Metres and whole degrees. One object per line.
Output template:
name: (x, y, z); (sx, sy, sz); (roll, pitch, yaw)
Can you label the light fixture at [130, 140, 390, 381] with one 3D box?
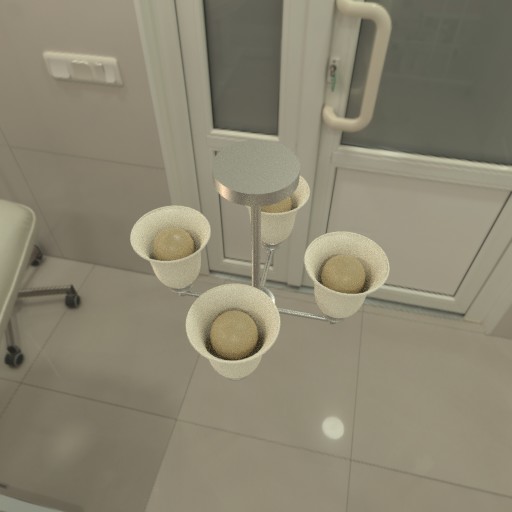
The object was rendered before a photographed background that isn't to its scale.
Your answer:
light fixture: (0.000, 0.000, 0.740); (0.427, 0.370, 0.427); (10, 49, 8)
